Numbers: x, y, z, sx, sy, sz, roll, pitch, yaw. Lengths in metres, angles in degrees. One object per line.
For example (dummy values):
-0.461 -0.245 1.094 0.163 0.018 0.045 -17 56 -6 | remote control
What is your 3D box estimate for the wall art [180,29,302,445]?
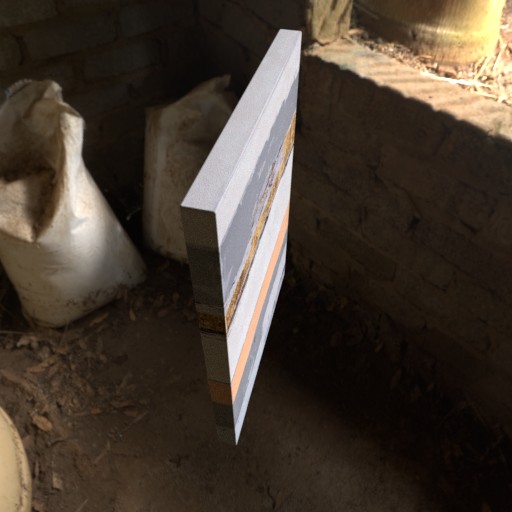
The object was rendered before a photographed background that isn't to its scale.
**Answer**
0.000 0.000 0.796 0.038 0.609 0.456 11 48 10 | wall art
